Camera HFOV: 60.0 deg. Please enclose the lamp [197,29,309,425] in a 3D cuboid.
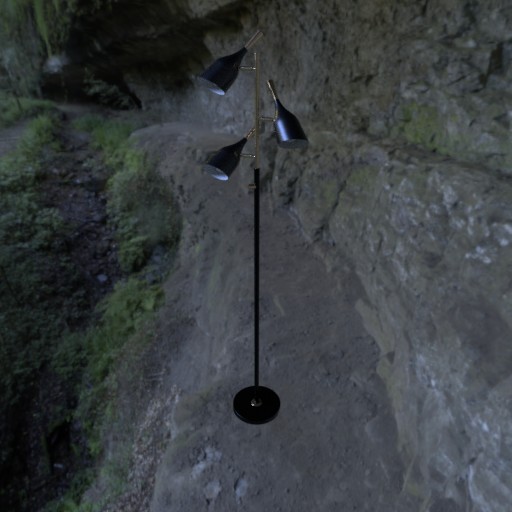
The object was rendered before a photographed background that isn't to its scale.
[{"bbox_3d":[0.000,0.000,1.951,0.434,1.778,0.253,9,28,17],"label":"lamp"}]
